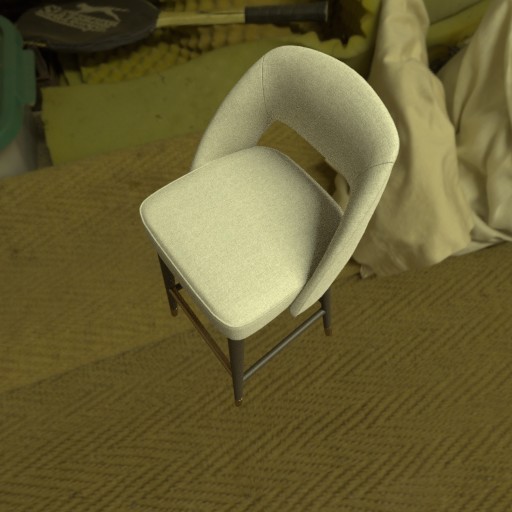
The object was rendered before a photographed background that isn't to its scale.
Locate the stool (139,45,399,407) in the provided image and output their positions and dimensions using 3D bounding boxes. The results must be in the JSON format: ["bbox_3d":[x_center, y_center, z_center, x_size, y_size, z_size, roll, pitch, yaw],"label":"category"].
[{"bbox_3d":[0.000,0.000,1.288,0.509,1.037,0.494,-34,66,-17],"label":"stool"}]
